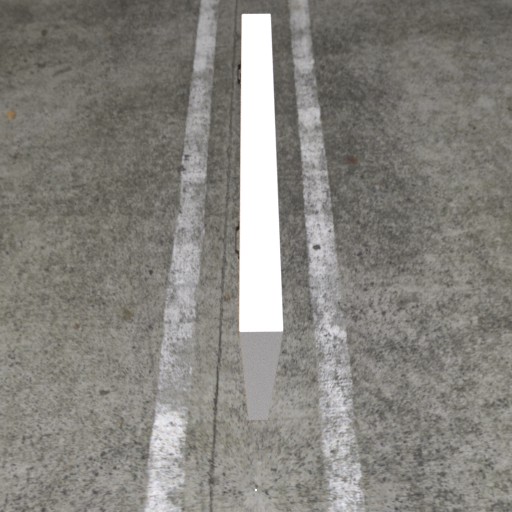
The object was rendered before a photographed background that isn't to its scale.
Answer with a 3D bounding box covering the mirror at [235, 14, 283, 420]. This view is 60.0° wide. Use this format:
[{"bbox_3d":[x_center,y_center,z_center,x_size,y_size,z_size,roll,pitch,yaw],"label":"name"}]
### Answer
[{"bbox_3d":[0.000,0.000,0.675,0.041,0.508,0.405,0,62,0],"label":"mirror"}]
